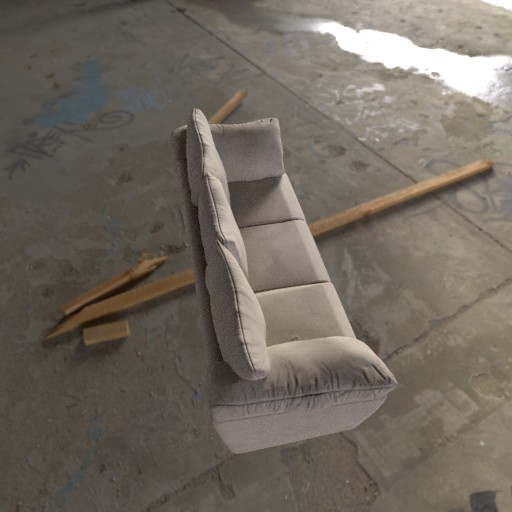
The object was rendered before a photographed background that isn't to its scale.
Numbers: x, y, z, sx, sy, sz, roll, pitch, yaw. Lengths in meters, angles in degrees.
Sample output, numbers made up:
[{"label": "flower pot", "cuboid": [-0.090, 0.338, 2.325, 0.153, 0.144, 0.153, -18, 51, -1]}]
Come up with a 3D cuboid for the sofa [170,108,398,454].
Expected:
[{"label": "sofa", "cuboid": [0.000, 0.000, 2.894, 0.878, 0.996, 2.334, -9, 48, -8]}]
